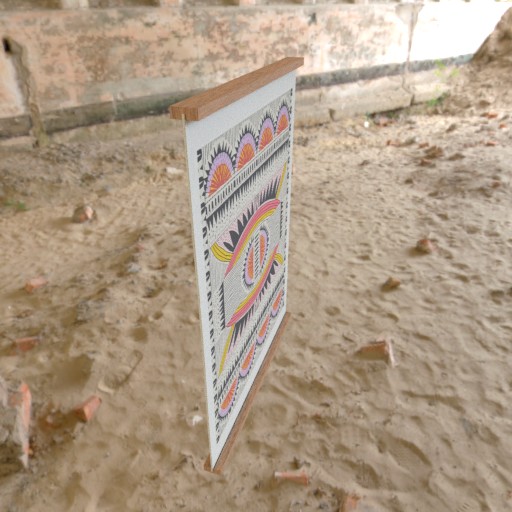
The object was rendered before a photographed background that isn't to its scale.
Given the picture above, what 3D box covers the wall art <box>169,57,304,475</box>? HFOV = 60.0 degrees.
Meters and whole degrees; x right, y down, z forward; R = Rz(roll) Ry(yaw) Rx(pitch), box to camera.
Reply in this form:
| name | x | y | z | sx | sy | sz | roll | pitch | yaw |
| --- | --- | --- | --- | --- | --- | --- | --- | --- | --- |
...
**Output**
| name | x | y | z | sx | sy | sz | roll | pitch | yaw |
| --- | --- | --- | --- | --- | --- | --- | --- | --- | --- |
| wall art | 0.000 | 0.000 | 0.690 | 0.028 | 0.527 | 0.403 | 10 | 32 | 16 |
